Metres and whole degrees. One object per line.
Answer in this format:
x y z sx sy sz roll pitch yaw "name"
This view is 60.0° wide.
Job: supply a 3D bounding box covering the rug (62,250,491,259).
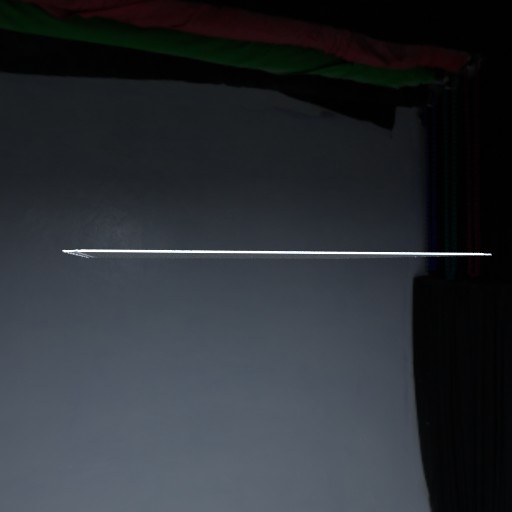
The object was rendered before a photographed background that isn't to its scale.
0.000 0.000 3.918 2.940 0.013 2.312 0 -1 -17 "rug"
